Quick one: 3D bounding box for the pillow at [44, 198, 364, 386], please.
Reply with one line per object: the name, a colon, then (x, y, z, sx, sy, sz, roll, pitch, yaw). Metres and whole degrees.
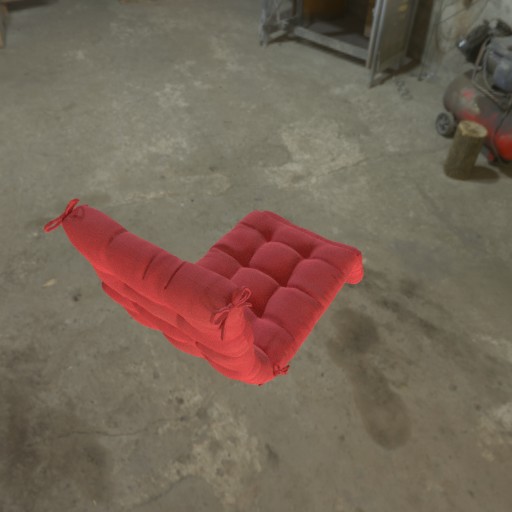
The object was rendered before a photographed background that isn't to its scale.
pillow: (0.000, 0.000, 1.488, 0.526, 0.863, 1.016, 26, 52, 23)
